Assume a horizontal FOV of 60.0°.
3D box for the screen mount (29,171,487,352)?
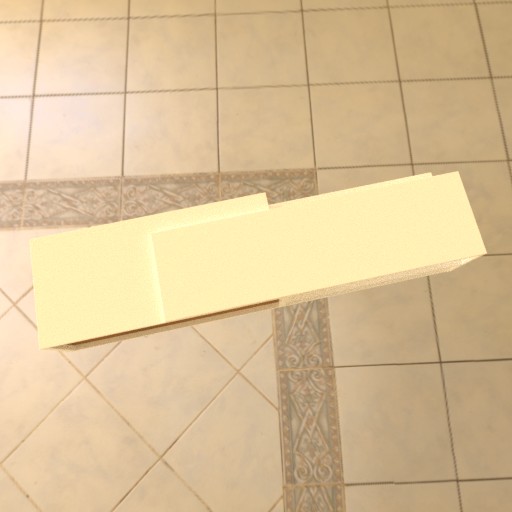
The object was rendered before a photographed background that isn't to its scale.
[{"bbox_3d":[0.000,0.000,1.821,1.680,0.320,0.420,-12,76,-3],"label":"screen mount"}]
